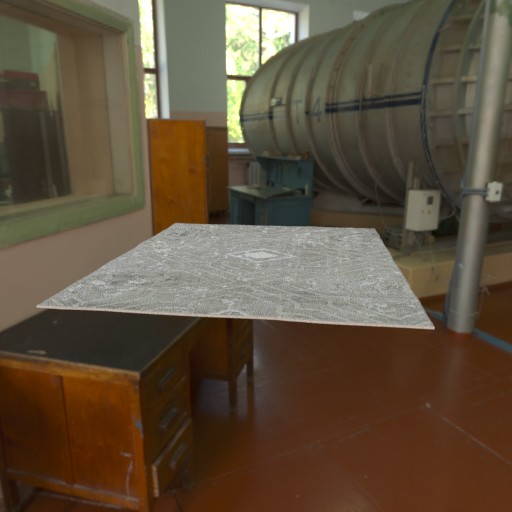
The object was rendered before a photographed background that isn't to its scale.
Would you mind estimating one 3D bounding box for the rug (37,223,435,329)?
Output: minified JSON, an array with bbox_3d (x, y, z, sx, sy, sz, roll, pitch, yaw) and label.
[{"bbox_3d":[0.000,0.000,0.902,0.548,0.006,0.639,2,15,8],"label":"rug"}]
